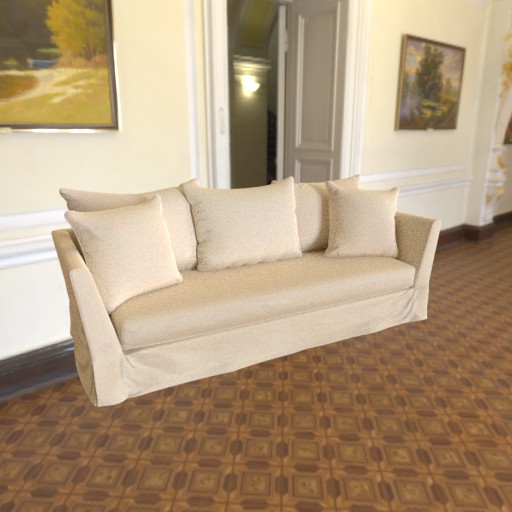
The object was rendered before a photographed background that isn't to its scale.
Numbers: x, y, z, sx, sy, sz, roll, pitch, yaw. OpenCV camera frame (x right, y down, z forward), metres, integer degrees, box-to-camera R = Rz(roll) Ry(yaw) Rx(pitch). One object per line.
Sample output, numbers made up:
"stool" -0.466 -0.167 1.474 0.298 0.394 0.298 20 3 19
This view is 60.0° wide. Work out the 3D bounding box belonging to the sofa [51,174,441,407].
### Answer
"sofa" 0.000 0.000 3.074 2.484 1.042 1.030 -8 18 -27
